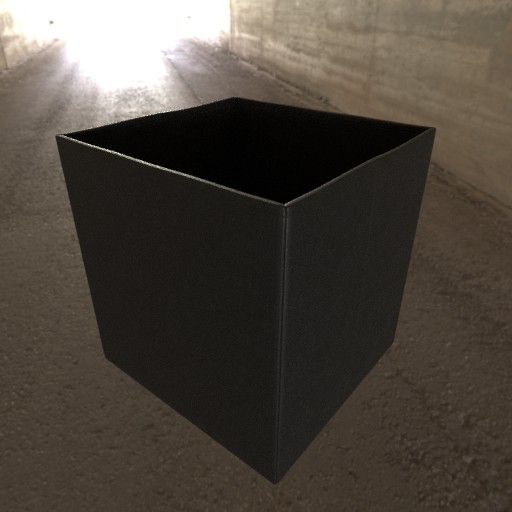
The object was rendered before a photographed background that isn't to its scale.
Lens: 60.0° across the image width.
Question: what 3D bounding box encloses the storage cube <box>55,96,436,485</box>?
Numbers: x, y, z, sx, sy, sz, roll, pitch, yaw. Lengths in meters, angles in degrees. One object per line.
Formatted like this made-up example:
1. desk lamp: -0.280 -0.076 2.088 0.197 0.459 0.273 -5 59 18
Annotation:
1. storage cube: 0.000 0.000 0.496 0.270 0.280 0.270 22 37 33
